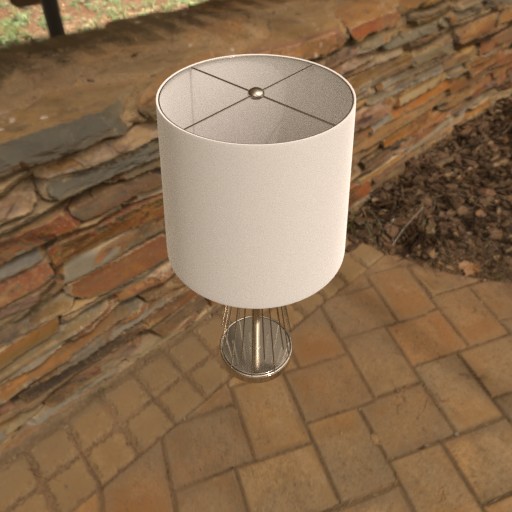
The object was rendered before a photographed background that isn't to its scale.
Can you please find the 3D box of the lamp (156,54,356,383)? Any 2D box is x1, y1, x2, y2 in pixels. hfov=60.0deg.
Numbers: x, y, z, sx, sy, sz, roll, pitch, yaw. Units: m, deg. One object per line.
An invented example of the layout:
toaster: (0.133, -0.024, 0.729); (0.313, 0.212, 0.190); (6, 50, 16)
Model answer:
lamp: (0.000, 0.000, 0.793); (0.303, 0.618, 0.303); (0, 45, 0)
